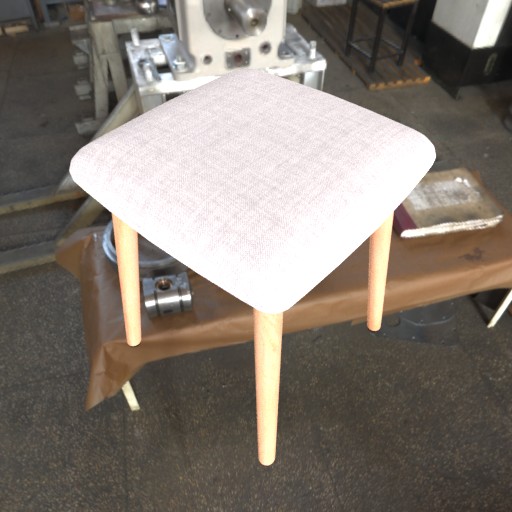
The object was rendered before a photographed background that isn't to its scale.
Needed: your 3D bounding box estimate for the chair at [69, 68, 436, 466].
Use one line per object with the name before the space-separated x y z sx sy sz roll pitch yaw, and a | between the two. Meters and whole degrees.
chair | 0.000 0.000 0.678 0.350 0.440 0.350 32 55 26
